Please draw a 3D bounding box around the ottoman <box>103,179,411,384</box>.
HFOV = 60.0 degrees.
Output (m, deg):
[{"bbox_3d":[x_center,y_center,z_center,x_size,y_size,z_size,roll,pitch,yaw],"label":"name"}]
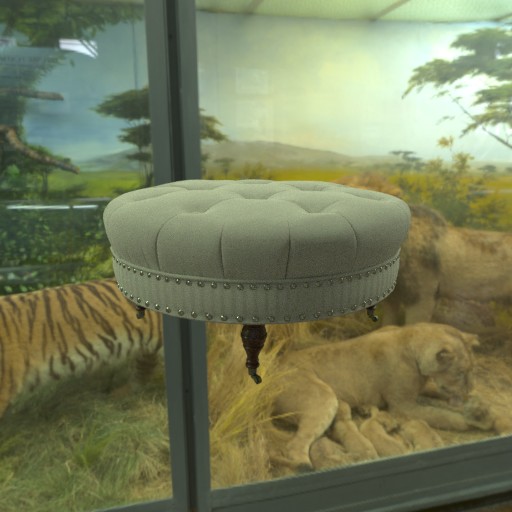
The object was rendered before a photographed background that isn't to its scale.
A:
[{"bbox_3d":[0.000,0.000,1.386,0.901,0.439,0.901,0,15,0],"label":"ottoman"}]
